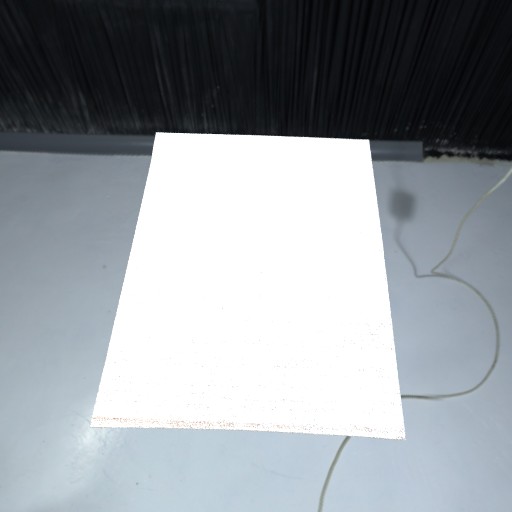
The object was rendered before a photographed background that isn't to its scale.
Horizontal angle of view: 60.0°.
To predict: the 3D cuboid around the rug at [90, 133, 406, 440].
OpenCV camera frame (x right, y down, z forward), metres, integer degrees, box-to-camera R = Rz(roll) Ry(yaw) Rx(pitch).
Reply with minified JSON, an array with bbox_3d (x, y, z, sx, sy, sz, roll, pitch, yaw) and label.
[{"bbox_3d":[0.000,0.000,4.979,2.873,0.053,3.778,2,59,1],"label":"rug"}]
